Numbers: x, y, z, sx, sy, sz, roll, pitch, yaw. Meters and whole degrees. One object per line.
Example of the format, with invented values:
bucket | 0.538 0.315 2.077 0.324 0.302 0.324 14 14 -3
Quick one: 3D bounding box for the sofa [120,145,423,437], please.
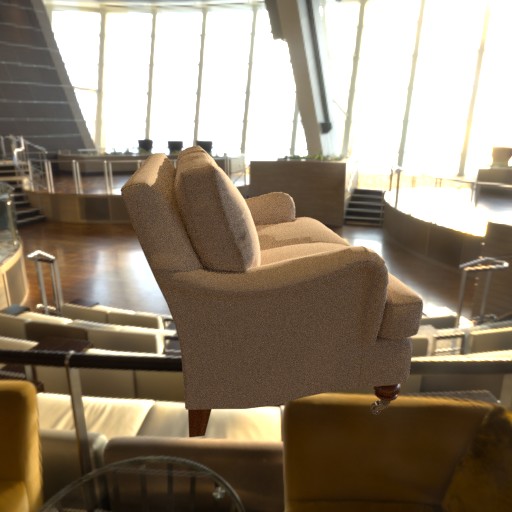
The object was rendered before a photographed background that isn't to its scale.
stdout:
sofa | 0.000 0.000 2.248 1.087 1.048 1.508 -3 17 -9
